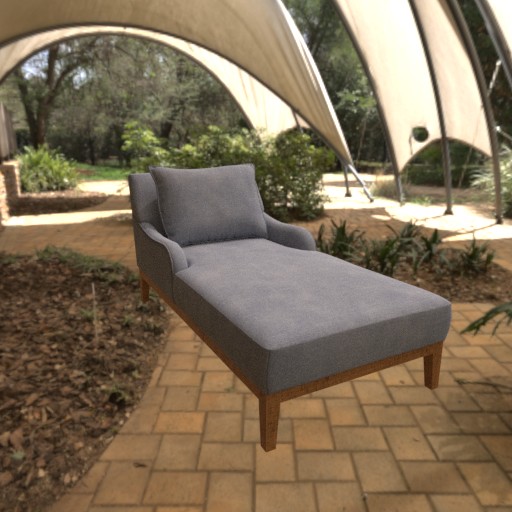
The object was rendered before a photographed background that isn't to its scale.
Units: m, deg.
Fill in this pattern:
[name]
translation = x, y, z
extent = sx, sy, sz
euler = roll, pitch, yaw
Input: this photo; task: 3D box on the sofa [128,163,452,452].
[sofa]
translation = 0.000, 0.000, 2.334
extent = 0.904, 0.883, 1.779
euler = -8, 17, -27
